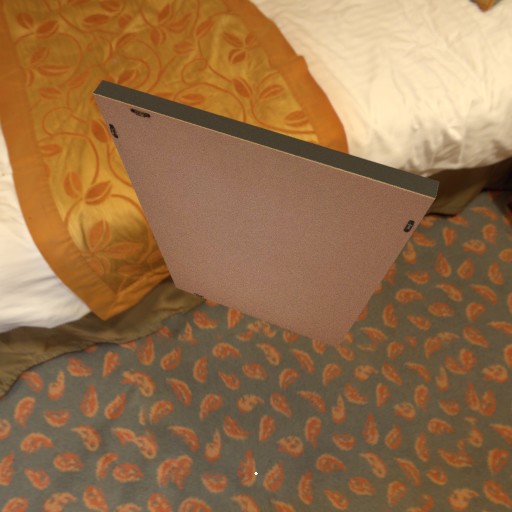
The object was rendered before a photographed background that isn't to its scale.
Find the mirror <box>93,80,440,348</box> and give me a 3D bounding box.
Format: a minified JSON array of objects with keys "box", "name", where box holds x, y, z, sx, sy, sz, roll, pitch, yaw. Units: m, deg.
[{"box":[0.000,0.000,1.152,0.609,0.915,0.040,19,65,9],"name":"mirror"}]
